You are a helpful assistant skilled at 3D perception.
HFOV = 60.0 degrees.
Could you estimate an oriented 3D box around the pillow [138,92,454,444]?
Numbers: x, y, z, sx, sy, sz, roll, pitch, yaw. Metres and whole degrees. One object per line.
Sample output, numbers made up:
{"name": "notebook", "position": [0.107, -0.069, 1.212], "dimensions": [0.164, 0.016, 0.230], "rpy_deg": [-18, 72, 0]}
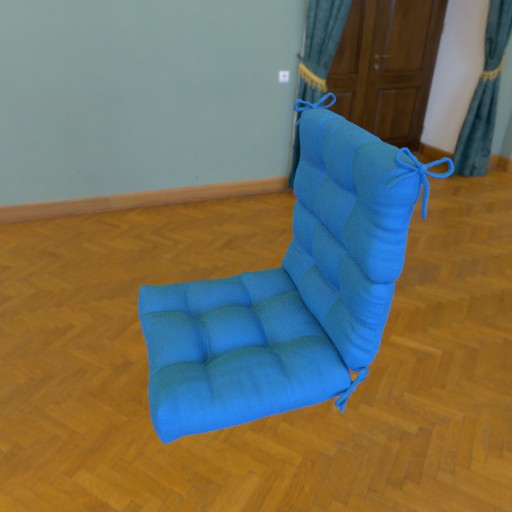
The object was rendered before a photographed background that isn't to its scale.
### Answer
{"name": "pillow", "position": [0.000, 0.000, 1.023], "dimensions": [0.571, 0.605, 0.519], "rpy_deg": [-9, 33, -14]}
